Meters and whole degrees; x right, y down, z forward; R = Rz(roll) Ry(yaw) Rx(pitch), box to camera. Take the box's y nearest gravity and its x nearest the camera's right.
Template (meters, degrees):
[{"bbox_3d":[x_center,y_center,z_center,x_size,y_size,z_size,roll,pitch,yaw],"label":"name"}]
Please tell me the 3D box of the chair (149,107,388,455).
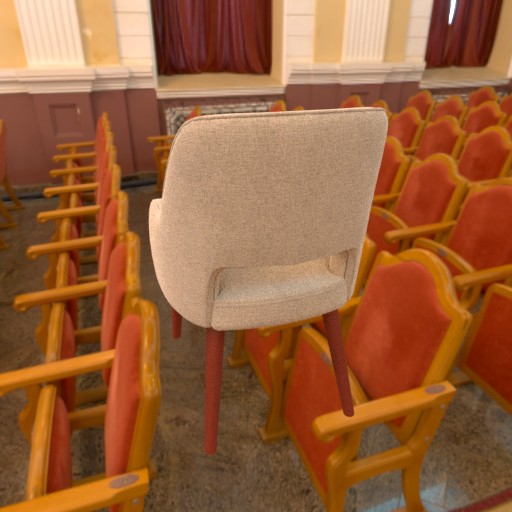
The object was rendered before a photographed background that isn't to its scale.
[{"bbox_3d":[0.000,0.000,1.233,0.548,0.849,0.605,-8,27,-16],"label":"chair"}]
